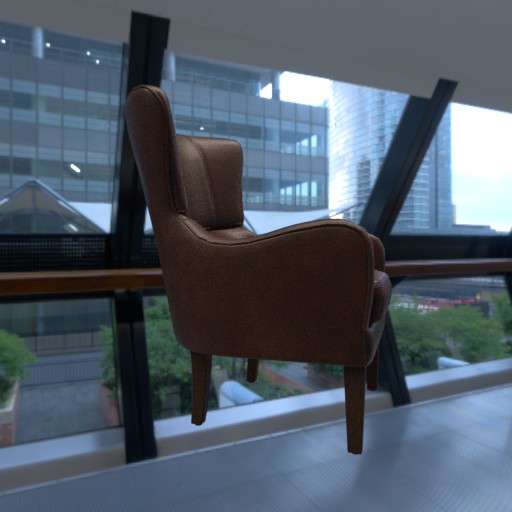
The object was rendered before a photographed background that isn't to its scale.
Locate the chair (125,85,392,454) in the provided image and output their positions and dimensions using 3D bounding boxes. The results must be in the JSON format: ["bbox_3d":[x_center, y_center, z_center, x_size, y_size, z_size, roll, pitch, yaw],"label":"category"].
[{"bbox_3d":[0.000,0.000,1.579,0.914,1.048,0.692,0,0,19],"label":"chair"}]
